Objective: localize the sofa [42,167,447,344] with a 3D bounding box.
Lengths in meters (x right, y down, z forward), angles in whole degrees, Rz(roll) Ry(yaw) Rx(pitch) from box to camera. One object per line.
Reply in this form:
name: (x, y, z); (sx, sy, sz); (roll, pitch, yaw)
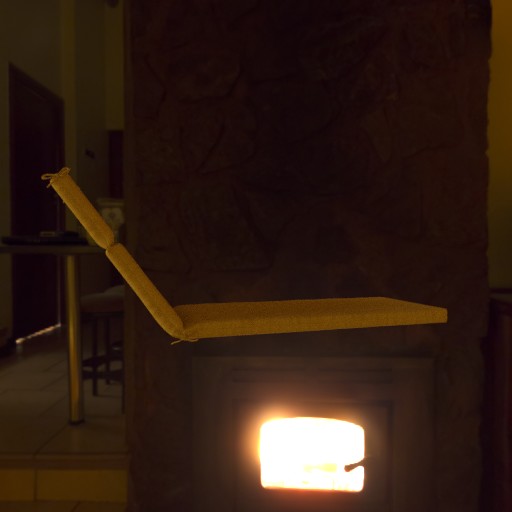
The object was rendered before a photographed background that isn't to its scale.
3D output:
sofa: (0.000, 0.000, 1.977); (1.663, 0.622, 0.582); (0, 1, -18)
